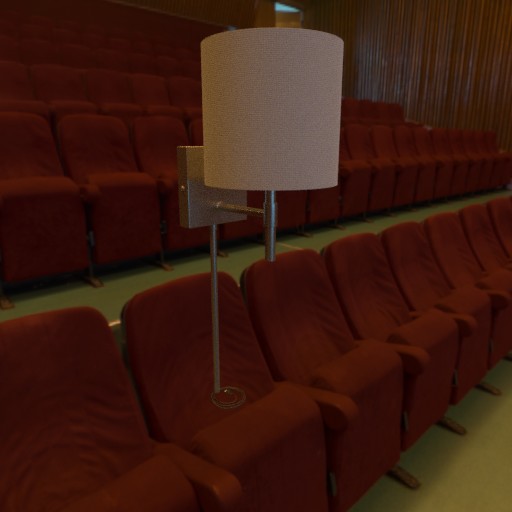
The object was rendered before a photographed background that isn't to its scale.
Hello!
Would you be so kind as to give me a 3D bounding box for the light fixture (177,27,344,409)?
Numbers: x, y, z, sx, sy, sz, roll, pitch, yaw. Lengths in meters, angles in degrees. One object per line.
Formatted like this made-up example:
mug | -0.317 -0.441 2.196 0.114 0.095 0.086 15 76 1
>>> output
light fixture | 0.000 0.000 0.683 0.188 0.589 0.248 -14 20 -43
